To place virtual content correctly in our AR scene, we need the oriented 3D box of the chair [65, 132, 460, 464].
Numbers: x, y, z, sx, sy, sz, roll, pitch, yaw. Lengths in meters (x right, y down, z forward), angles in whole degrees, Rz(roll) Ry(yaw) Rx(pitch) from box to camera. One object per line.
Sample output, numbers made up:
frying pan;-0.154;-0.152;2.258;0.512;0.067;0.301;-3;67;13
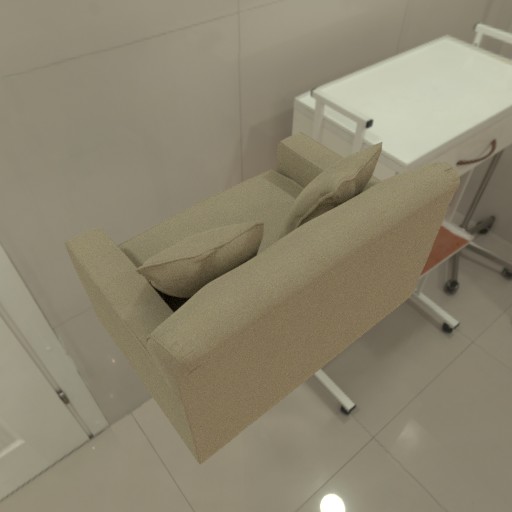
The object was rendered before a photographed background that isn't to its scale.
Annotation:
chair;0.000;0.000;2.048;1.383;0.948;1.000;-31;54;-26
